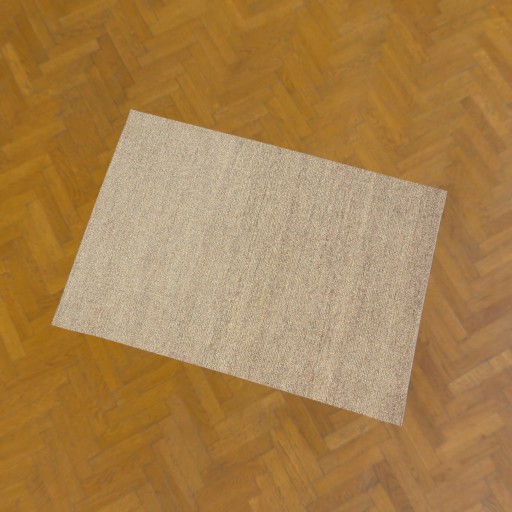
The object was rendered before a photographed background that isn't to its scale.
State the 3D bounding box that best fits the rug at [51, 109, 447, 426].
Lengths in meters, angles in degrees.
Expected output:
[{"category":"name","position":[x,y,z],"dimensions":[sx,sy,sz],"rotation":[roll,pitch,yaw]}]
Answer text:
[{"category":"rug","position":[0.000,0.000,2.989],"dimensions":[2.342,0.030,1.609],"rotation":[15,79,3]}]
